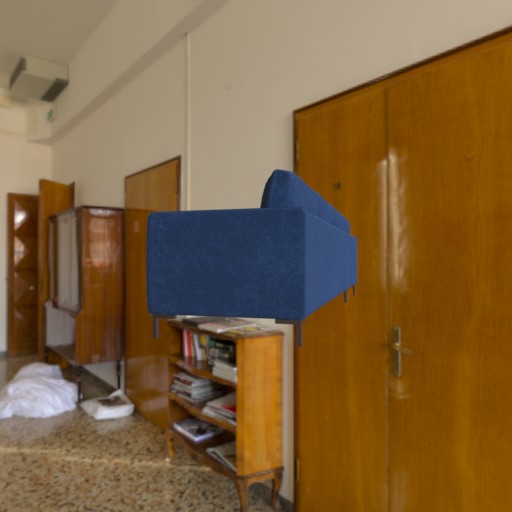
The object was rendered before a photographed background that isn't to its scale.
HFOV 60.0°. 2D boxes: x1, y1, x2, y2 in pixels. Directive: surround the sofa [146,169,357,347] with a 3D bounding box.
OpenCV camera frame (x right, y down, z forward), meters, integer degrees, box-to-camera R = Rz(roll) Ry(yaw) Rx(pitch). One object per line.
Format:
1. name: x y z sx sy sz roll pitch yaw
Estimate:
1. sofa: 0.000 0.000 2.919 1.128 0.679 2.450 0 0 17
